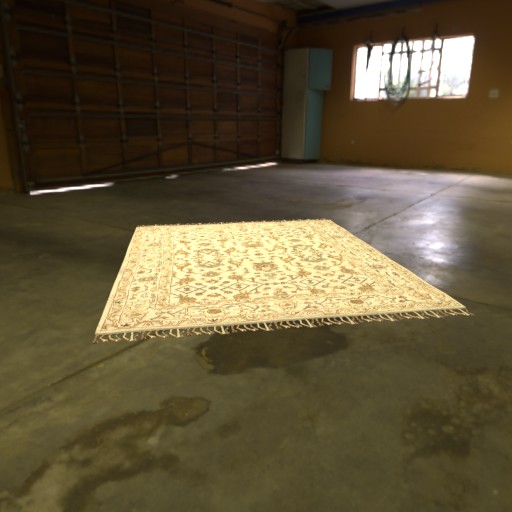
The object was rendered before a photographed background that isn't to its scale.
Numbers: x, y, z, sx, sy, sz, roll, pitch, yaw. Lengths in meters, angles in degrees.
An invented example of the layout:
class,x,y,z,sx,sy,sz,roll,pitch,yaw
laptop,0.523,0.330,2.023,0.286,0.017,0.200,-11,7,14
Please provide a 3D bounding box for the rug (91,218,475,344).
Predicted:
class,x,y,z,sx,sy,sz,roll,pitch,yaw
rug,0.000,0.000,4.147,2.426,0.034,3.061,-3,17,-9
